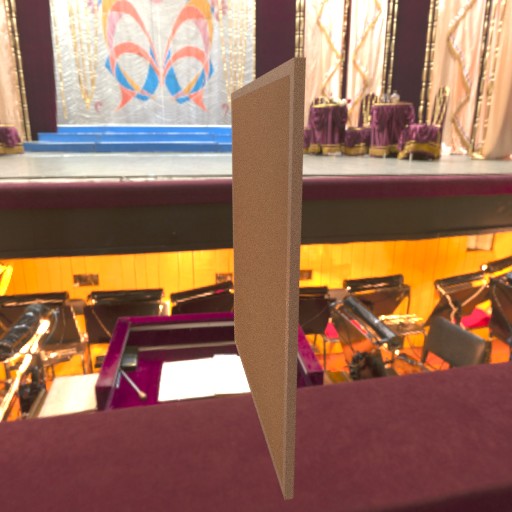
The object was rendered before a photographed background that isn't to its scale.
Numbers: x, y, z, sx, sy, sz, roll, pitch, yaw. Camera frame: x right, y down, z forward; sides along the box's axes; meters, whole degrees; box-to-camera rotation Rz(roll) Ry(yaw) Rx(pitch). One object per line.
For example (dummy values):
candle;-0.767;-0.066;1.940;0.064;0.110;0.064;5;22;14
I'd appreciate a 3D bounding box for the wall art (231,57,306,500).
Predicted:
wall art;0.000;0.000;0.756;0.012;0.557;0.482;-3;16;-10
